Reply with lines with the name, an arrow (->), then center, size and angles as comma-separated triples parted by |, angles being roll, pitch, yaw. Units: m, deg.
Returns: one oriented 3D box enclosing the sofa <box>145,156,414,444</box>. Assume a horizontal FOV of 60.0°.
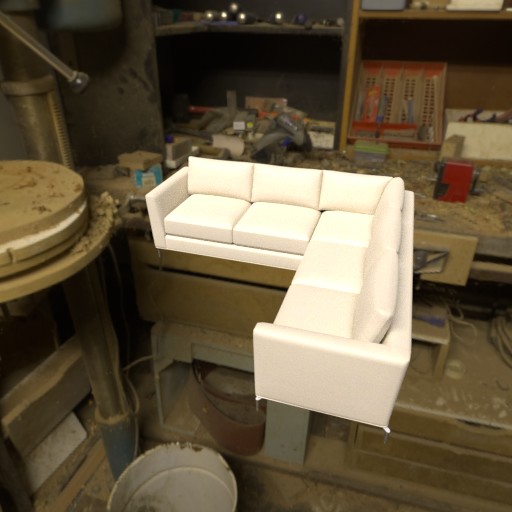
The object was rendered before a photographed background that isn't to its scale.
sofa -> 0.000, 0.000, 3.708 | 2.430, 0.867, 2.448 | 9, 32, 15
